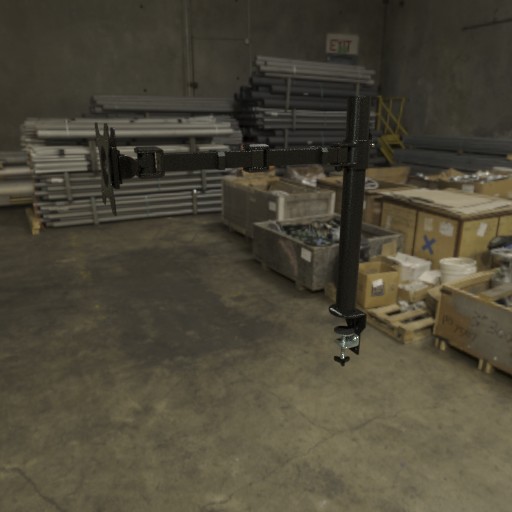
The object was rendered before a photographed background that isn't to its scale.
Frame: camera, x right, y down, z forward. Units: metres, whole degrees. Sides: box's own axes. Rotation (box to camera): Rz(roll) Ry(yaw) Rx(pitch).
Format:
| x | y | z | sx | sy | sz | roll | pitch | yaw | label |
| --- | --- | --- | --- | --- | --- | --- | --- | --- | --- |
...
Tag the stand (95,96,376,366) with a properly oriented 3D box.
| x | y | z | sx | sy | sz | roll | pitch | yaw | label |
| --- | --- | --- | --- | --- | --- | --- | --- | --- | --- |
| 0.000 | 0.000 | 0.741 | 0.456 | 0.510 | 0.115 | -8 | 19 | -25 | stand |
